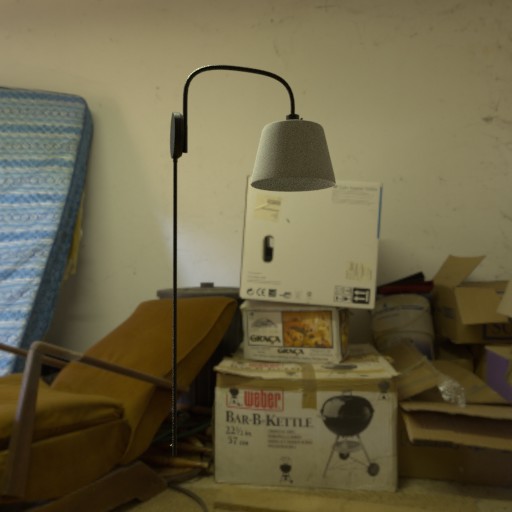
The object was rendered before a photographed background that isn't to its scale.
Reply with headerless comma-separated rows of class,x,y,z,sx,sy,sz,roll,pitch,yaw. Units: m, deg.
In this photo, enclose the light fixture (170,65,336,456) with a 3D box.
light fixture,0.000,0.000,0.470,0.176,0.399,0.092,0,-1,-17
